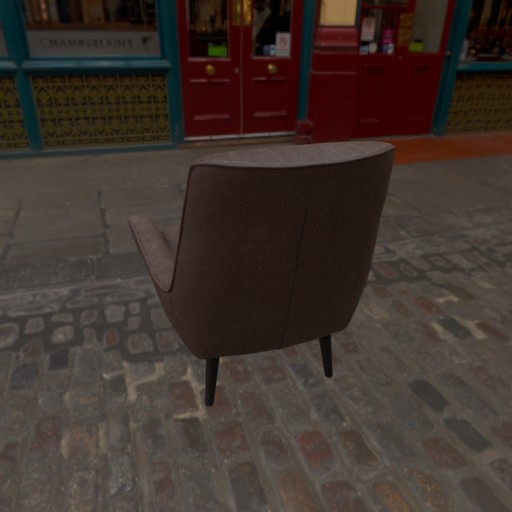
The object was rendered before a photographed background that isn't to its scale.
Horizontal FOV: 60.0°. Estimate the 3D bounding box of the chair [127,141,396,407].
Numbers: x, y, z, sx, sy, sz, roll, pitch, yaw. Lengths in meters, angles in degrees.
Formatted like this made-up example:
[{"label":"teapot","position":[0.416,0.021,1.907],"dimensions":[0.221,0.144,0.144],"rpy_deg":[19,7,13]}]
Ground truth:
[{"label":"chair","position":[0.000,0.000,1.497],"dimensions":[0.787,0.888,0.824],"rpy_deg":[-8,28,-16]}]
